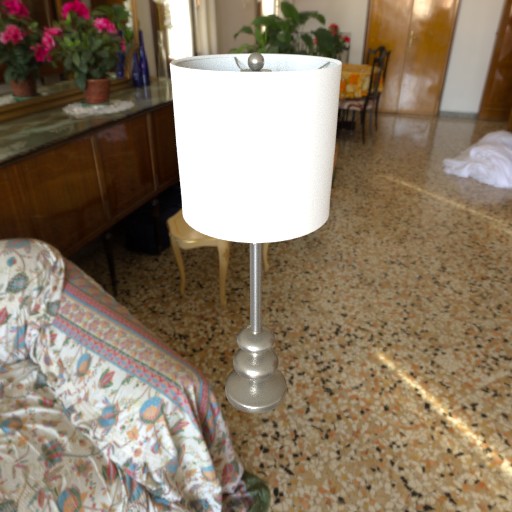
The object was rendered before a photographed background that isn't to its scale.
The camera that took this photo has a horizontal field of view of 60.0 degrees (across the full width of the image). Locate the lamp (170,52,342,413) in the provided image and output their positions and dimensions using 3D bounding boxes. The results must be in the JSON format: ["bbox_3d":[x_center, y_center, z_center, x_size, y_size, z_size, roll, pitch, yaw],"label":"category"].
[{"bbox_3d":[0.000,0.000,0.824,0.254,0.690,0.254,-9,30,-15],"label":"lamp"}]
